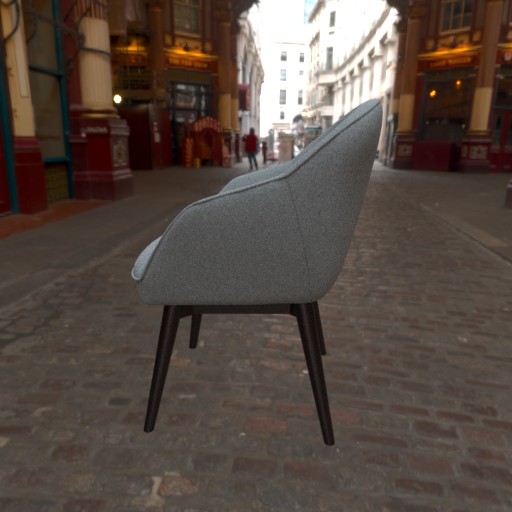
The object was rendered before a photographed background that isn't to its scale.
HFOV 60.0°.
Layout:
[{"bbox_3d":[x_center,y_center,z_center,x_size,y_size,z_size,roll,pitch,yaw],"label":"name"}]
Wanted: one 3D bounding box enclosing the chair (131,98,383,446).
[{"bbox_3d":[0.000,0.000,1.223,0.611,0.810,0.589,2,15,6],"label":"chair"}]
